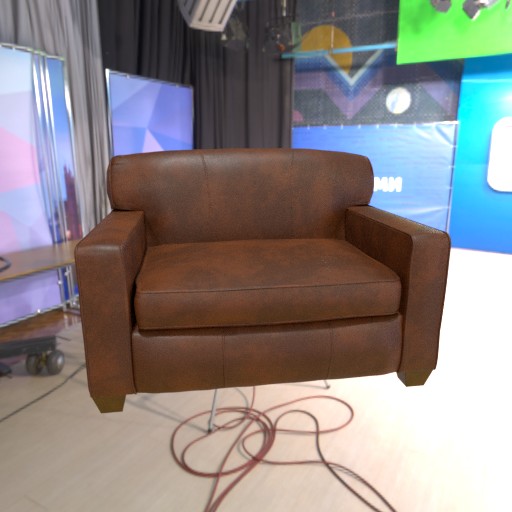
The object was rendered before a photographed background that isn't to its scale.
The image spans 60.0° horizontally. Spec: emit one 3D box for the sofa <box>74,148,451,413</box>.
[{"bbox_3d":[0.000,0.000,2.050,1.413,0.956,1.000,-2,15,-8],"label":"sofa"}]
